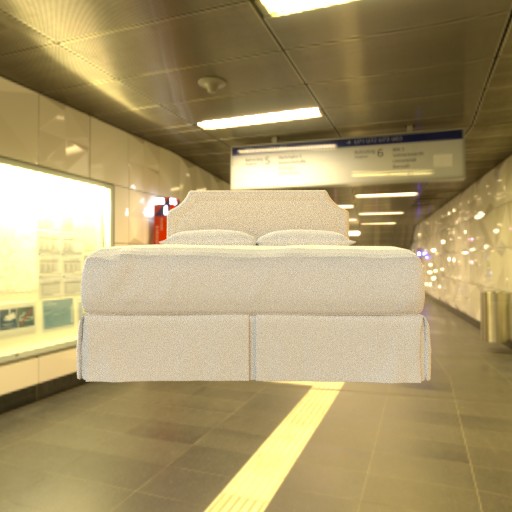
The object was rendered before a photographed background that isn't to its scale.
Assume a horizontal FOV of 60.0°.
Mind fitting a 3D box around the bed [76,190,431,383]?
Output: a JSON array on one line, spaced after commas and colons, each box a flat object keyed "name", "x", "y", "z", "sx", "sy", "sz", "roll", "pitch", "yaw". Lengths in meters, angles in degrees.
[{"name": "bed", "x": 0.000, "y": 0.000, "z": 3.826, "sx": 2.134, "sy": 1.524, "sz": 2.548, "roll": 0, "pitch": -1, "yaw": 1}]
